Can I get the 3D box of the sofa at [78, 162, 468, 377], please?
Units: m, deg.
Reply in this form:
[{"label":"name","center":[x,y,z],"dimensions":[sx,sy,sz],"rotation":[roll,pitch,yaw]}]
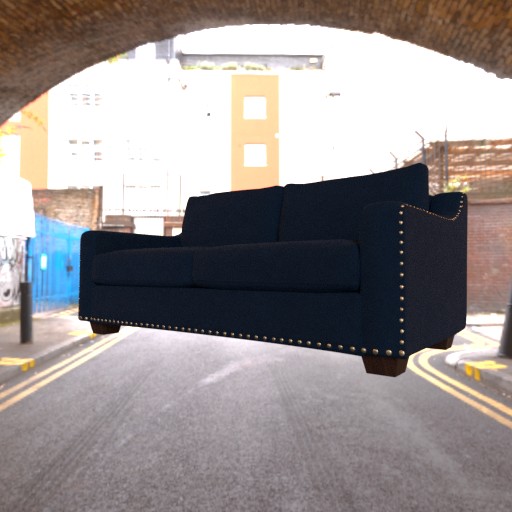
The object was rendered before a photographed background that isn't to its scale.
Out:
[{"label":"sofa","center":[0.000,0.000,2.633],"dimensions":[2.107,0.983,1.104],"rotation":[-2,-3,37]}]
